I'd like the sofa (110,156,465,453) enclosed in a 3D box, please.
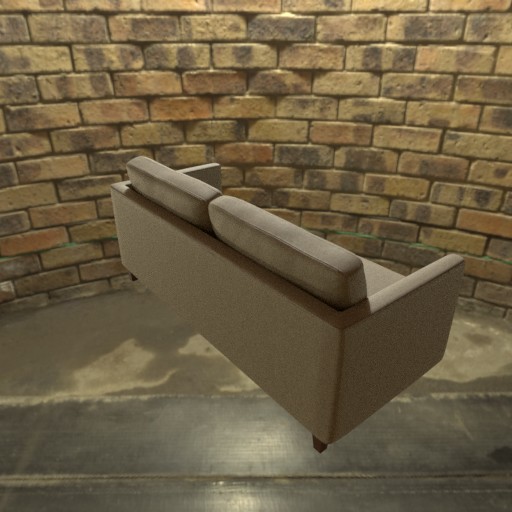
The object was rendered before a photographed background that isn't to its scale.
[{"bbox_3d":[0.000,0.000,2.779,0.956,0.963,2.208,-20,34,-34],"label":"sofa"}]
